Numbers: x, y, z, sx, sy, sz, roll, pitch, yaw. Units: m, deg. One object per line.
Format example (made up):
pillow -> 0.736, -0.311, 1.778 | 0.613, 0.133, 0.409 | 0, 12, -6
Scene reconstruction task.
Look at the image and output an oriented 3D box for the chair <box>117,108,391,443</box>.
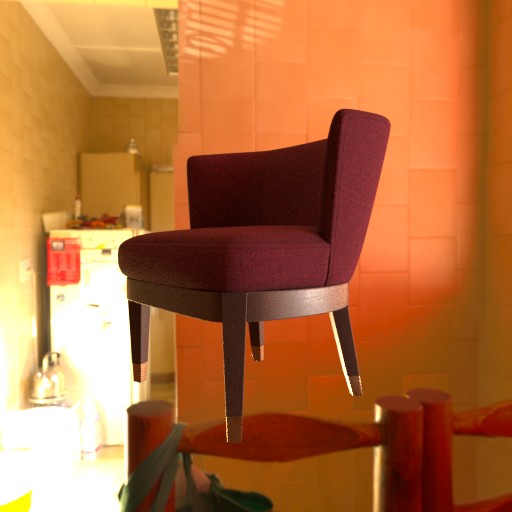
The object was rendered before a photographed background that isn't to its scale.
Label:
chair -> 0.000, 0.000, 1.270 | 0.660, 0.760, 0.700 | -1, 2, -37
